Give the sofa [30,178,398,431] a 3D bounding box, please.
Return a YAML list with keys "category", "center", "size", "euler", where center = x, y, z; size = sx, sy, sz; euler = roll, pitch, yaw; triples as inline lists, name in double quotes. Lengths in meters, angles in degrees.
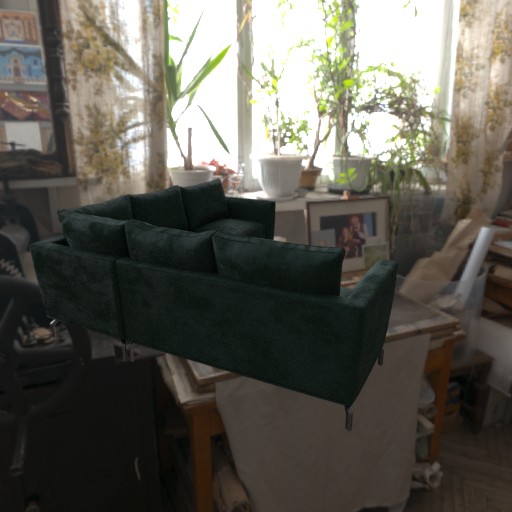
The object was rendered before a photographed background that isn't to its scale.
- category: "sofa"
  center: [0.000, 0.000, 3.781]
  size: [2.468, 1.004, 2.452]
  euler: [9, 19, 26]
